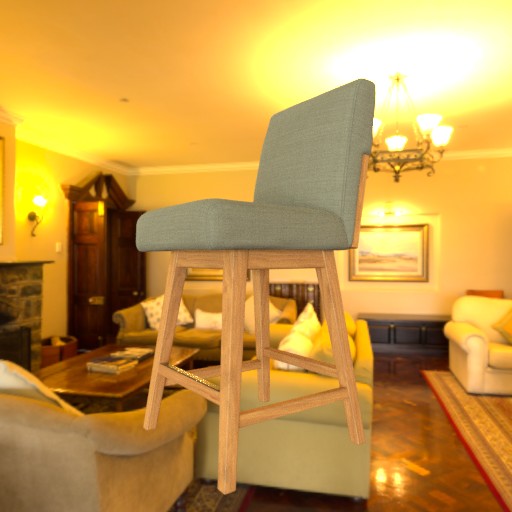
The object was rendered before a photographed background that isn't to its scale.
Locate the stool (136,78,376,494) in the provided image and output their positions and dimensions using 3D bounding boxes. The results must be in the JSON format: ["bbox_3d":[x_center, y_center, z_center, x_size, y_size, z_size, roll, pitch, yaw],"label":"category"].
[{"bbox_3d":[0.000,0.000,1.273,0.570,1.019,0.459,0,0,-36],"label":"stool"}]
